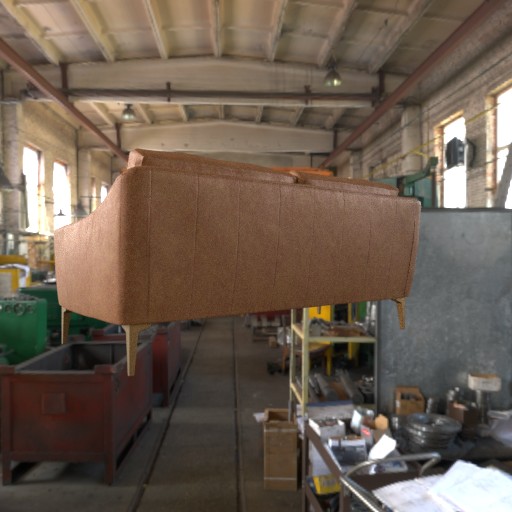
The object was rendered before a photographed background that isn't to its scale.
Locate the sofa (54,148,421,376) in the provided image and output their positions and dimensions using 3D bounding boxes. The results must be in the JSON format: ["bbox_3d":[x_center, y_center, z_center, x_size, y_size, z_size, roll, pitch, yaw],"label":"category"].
[{"bbox_3d":[0.000,0.000,2.602,2.036,0.945,0.981,0,1,-37],"label":"sofa"}]
